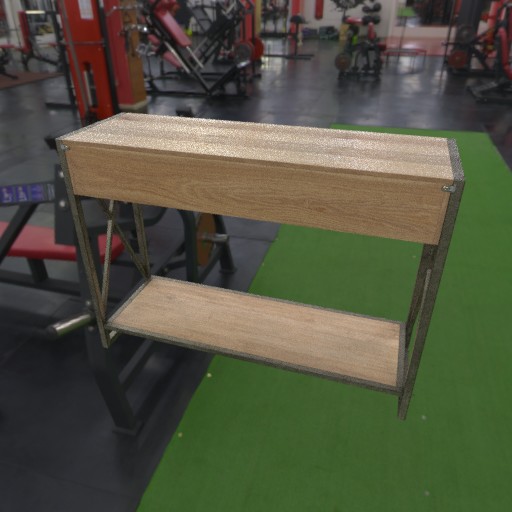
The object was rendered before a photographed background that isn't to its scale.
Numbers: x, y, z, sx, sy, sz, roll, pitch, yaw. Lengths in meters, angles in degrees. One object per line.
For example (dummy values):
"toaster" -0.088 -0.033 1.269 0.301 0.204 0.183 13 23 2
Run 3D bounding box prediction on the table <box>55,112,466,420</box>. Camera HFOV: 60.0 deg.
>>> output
"table" 0.000 0.000 1.429 1.059 0.763 0.361 9 32 15
